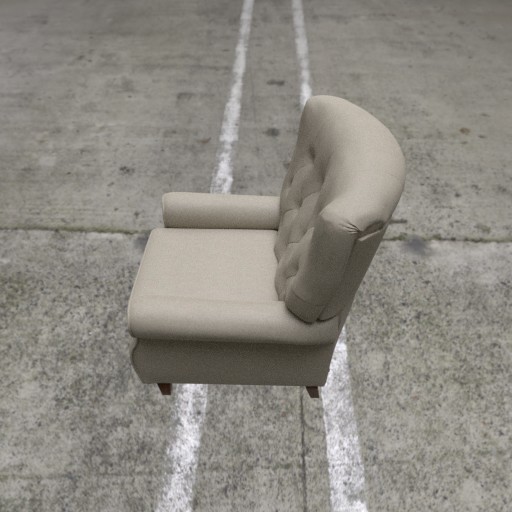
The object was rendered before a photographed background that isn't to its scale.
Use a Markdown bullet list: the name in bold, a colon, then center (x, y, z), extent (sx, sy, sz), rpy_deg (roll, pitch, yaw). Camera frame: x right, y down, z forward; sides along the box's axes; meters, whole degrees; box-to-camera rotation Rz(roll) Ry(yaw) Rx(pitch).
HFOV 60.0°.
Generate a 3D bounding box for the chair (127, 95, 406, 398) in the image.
- **chair**: center (0.000, 0.000, 1.943), extent (1.059, 1.158, 0.943), rpy_deg (1, 41, 1)
